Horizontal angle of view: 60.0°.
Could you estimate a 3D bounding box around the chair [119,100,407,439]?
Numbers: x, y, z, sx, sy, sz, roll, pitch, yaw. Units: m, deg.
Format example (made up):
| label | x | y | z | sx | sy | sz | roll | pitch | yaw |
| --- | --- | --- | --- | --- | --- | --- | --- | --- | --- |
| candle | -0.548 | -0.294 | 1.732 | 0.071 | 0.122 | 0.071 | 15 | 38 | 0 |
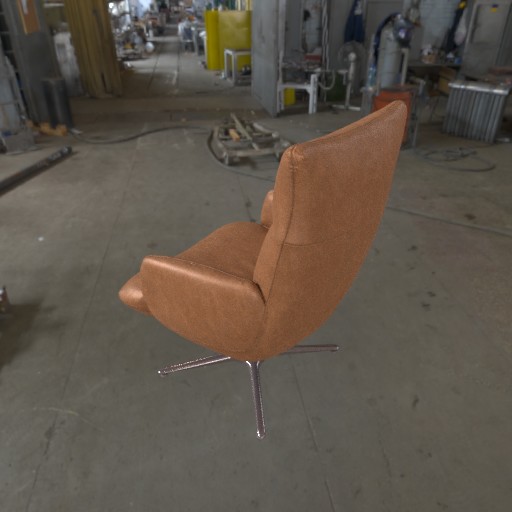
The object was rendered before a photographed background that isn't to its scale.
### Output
| label | x | y | z | sx | sy | sz | roll | pitch | yaw |
| --- | --- | --- | --- | --- | --- | --- | --- | --- | --- |
| chair | 0.000 | 0.000 | 1.540 | 0.794 | 1.027 | 0.711 | 21 | 36 | 31 |
